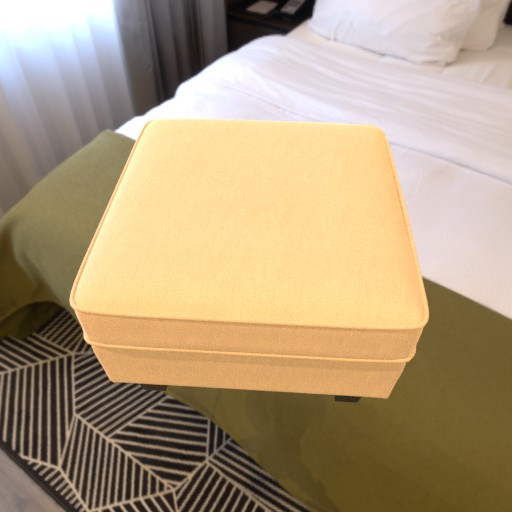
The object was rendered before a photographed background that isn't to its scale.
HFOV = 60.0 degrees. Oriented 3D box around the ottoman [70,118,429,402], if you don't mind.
[{"bbox_3d":[0.000,0.000,1.045,0.613,0.438,0.616,3,47,2],"label":"ottoman"}]
